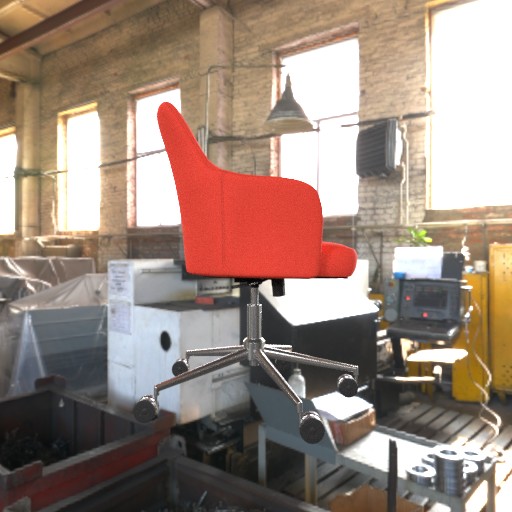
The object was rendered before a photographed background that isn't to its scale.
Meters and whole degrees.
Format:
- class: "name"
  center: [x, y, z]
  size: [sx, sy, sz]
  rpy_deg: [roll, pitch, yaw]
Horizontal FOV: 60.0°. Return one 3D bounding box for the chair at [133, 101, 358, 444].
- class: "chair"
  center: [0.000, 0.000, 1.293]
  size: [0.600, 0.820, 0.655]
  rpy_deg: [0, 0, 0]
